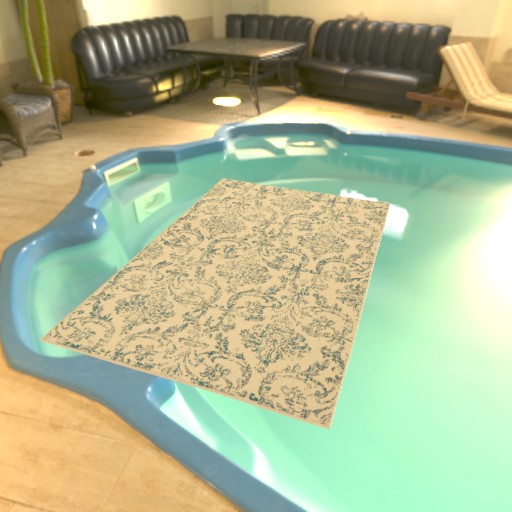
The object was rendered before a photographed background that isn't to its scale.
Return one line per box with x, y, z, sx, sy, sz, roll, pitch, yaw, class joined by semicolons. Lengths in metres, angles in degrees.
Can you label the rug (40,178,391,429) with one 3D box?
0.000;0.000;3.552;1.819;0.018;2.746;11;34;17;rug
